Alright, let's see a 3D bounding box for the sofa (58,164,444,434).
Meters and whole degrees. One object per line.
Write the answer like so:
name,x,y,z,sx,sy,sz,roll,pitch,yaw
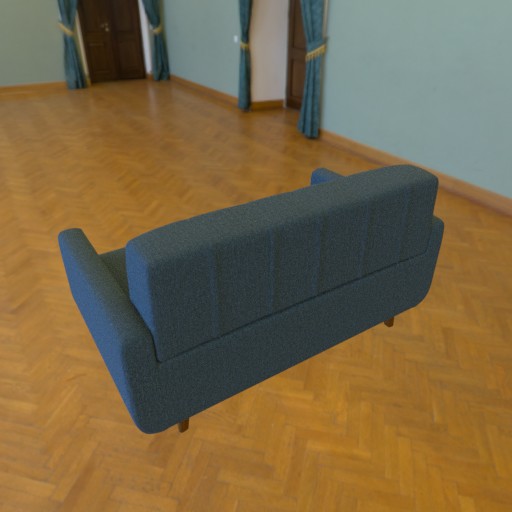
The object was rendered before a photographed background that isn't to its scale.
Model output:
sofa,0.000,0.000,2.216,1.651,0.896,0.942,-18,36,-28
